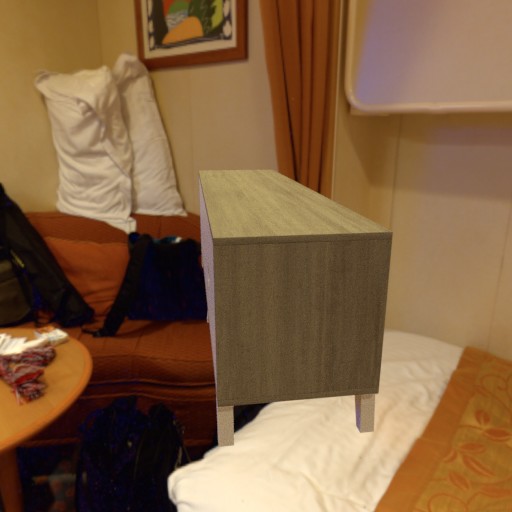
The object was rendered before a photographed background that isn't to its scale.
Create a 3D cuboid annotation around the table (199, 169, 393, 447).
[{"bbox_3d":[0.000,0.000,1.746,0.400,0.530,1.500,-2,16,-8],"label":"table"}]
